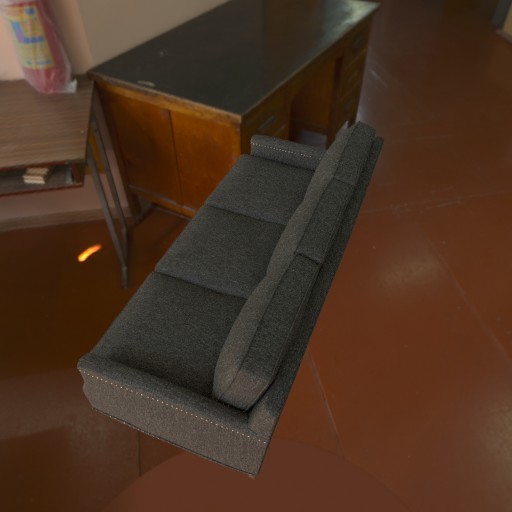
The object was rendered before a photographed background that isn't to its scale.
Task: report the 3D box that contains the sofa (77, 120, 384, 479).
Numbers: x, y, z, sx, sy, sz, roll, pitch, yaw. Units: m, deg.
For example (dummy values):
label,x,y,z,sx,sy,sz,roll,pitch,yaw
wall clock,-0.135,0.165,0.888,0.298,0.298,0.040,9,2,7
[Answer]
label,x,y,z,sx,sy,sz,roll,pitch,yaw
sofa,0.000,0.000,2.777,1.084,1.003,2.246,16,48,15
